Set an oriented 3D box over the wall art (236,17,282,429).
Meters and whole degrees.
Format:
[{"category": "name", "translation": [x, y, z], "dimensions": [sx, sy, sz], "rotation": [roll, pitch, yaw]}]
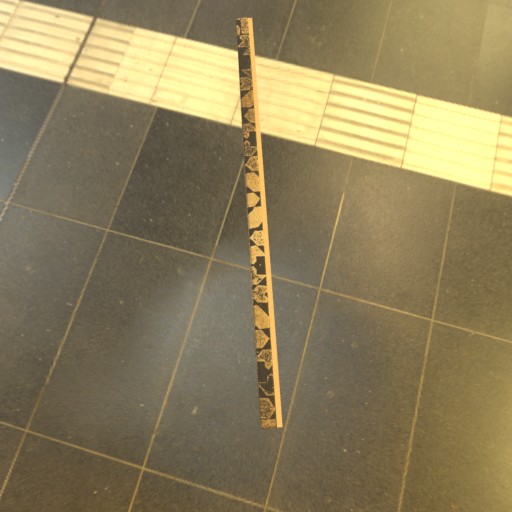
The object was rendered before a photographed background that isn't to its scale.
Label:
[{"category": "wall art", "translation": [0.000, 0.000, 1.361], "dimensions": [0.038, 0.914, 0.914], "rotation": [-3, 74, -1]}]
